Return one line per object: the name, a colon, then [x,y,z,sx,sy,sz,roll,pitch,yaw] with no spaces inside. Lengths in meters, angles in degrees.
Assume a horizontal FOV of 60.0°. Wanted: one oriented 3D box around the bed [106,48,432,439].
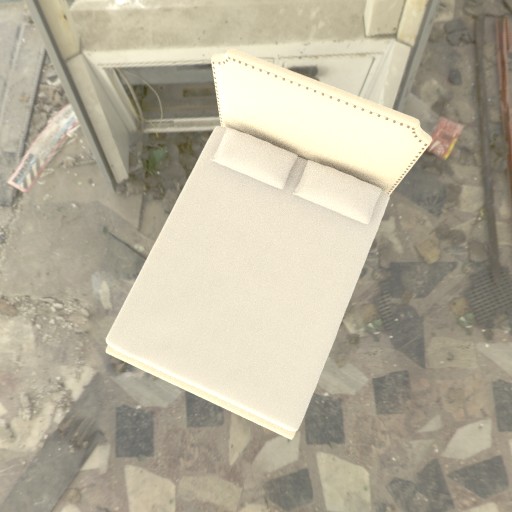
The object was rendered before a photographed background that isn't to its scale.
bed: [0.000,0.000,3.540,1.712,1.497,2.372,23,77,6]
